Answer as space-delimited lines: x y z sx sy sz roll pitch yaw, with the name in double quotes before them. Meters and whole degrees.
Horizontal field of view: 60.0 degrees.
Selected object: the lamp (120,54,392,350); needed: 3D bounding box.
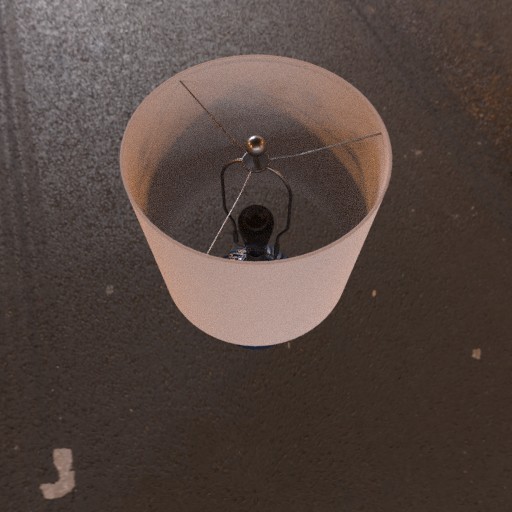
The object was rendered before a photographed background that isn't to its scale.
"lamp" 0.000 0.000 0.491 0.203 0.368 0.203 18 63 9
